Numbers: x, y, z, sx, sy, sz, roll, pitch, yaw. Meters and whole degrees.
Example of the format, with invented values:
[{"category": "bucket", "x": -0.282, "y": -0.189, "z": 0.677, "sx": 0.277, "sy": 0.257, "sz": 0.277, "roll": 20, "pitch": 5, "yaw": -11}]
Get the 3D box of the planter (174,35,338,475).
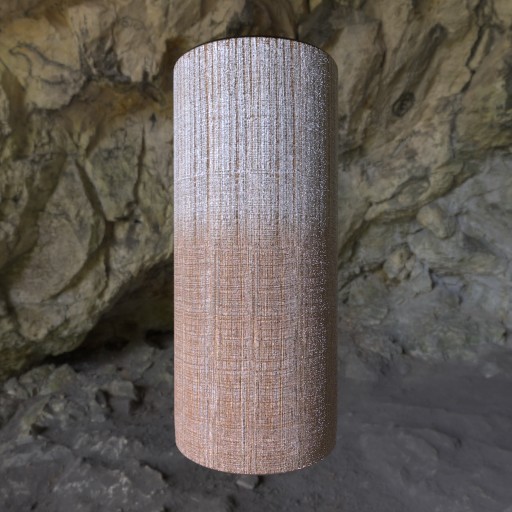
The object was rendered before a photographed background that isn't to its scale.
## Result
[{"category": "planter", "x": 0.000, "y": 0.000, "z": 0.275, "sx": 0.100, "sy": 0.227, "sz": 0.100, "roll": 0, "pitch": 1, "yaw": 18}]
